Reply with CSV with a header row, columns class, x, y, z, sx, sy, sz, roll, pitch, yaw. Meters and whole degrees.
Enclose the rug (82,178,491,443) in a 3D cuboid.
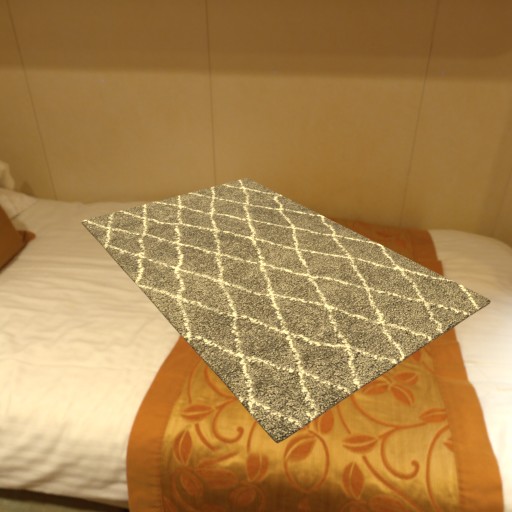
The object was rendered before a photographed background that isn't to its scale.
class,x,y,z,sx,sy,sz,roll,pitch,yaw
rug,0.000,0.000,3.366,1.778,0.030,2.743,-20,36,-31
